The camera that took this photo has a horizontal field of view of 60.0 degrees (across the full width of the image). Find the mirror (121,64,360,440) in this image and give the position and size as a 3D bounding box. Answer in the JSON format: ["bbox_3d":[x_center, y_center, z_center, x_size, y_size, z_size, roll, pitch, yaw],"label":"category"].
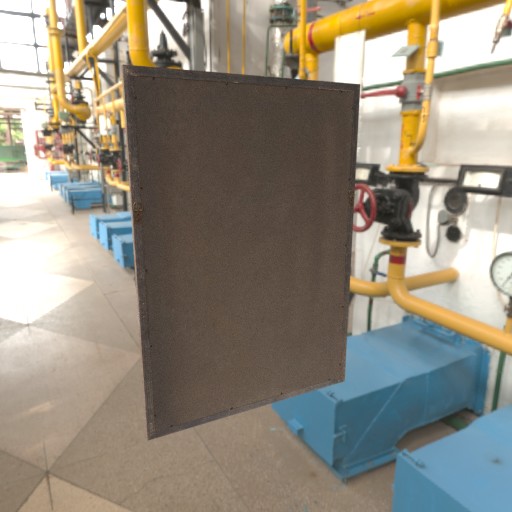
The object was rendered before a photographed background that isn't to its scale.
[{"bbox_3d":[0.000,0.000,1.308,0.705,0.996,0.025,-7,15,-27],"label":"mirror"}]
